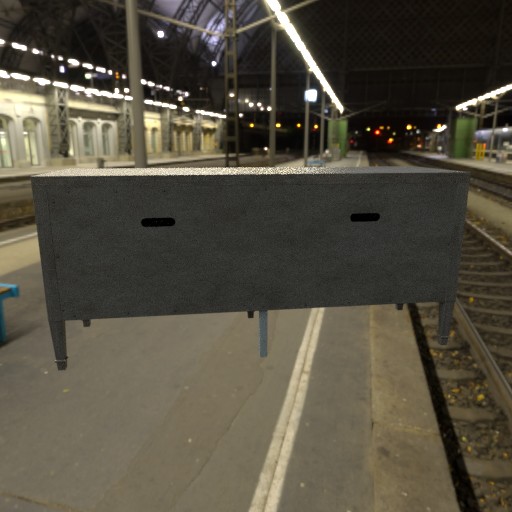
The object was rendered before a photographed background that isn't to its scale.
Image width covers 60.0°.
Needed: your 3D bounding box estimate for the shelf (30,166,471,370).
[{"bbox_3d":[0.000,0.000,1.890,1.575,0.719,0.479,-2,14,-8],"label":"shelf"}]
